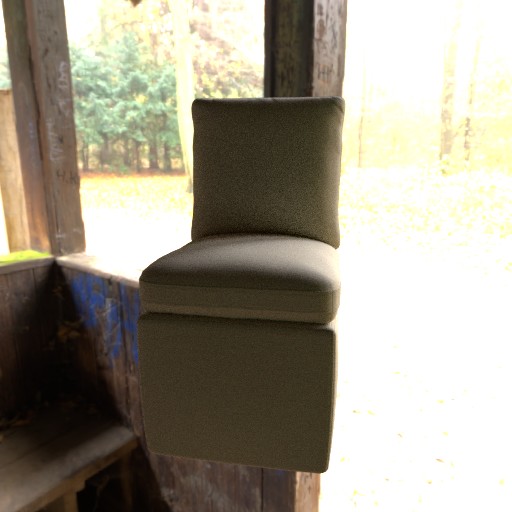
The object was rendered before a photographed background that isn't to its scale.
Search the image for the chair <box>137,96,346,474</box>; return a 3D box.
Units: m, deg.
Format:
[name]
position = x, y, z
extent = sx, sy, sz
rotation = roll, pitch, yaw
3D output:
[chair]
position = 0.000, 0.000, 1.317
extent = 0.503, 0.927, 0.698
rotation = 2, 15, 9
